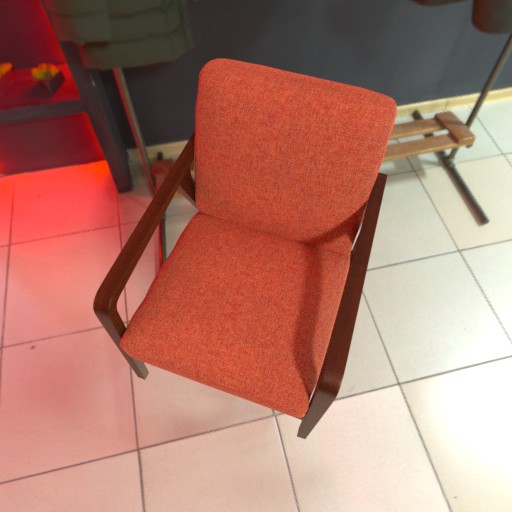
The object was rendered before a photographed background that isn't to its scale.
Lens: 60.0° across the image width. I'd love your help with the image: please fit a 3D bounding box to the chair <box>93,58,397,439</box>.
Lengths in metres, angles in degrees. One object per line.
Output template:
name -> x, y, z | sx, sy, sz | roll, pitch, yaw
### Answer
chair -> 0.000, 0.000, 1.479 | 0.719, 0.890, 0.860 | 17, 60, 10
